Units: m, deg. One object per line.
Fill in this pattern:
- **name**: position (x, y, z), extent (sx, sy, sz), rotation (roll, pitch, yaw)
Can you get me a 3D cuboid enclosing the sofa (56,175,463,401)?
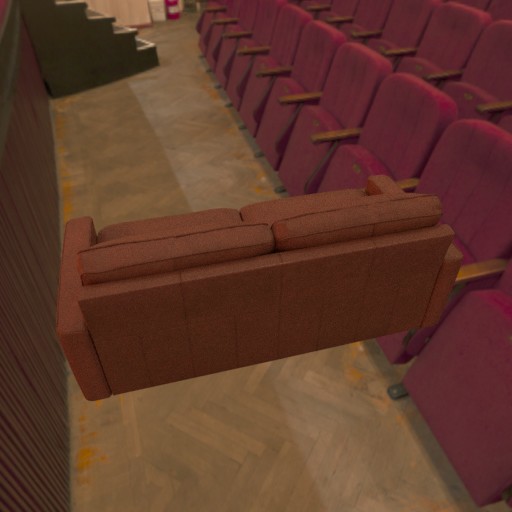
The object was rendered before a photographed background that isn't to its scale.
- **sofa**: position (0.000, 0.000, 2.548), extent (2.080, 0.919, 0.940), rotation (-10, 41, -11)
